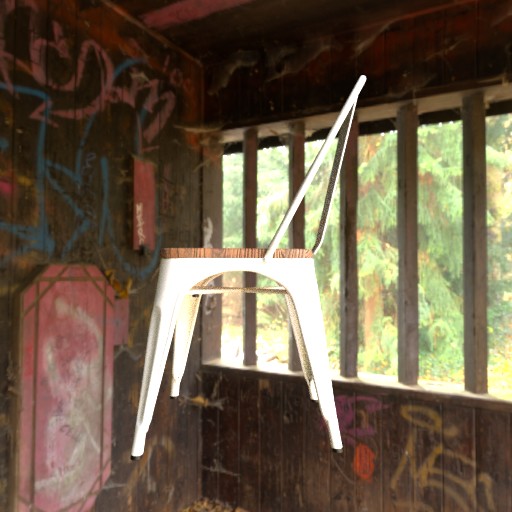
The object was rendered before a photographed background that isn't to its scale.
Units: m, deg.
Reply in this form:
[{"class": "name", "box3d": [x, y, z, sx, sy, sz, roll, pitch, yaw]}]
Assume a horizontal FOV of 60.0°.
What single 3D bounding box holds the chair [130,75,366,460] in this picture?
[{"class": "chair", "box3d": [0.000, 0.000, 1.145, 0.521, 0.851, 0.452, 0, -2, 0]}]
